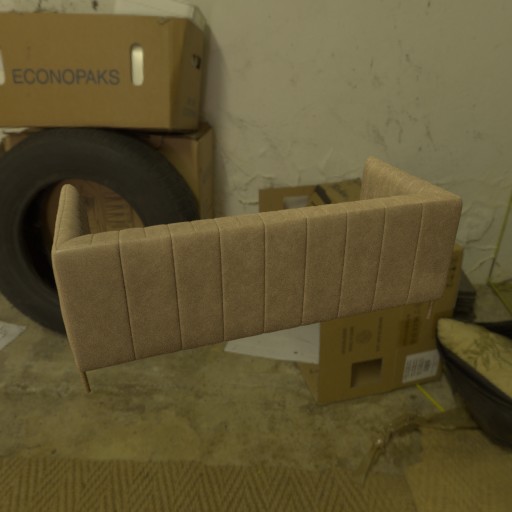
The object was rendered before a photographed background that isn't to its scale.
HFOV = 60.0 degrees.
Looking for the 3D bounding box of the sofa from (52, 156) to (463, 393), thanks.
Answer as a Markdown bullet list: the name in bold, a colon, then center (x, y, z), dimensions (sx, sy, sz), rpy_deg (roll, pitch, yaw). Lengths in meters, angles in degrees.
- **sofa**: center (0.000, 0.000, 2.459), dimensions (1.980, 0.779, 0.876), rpy_deg (-9, 28, -16)
